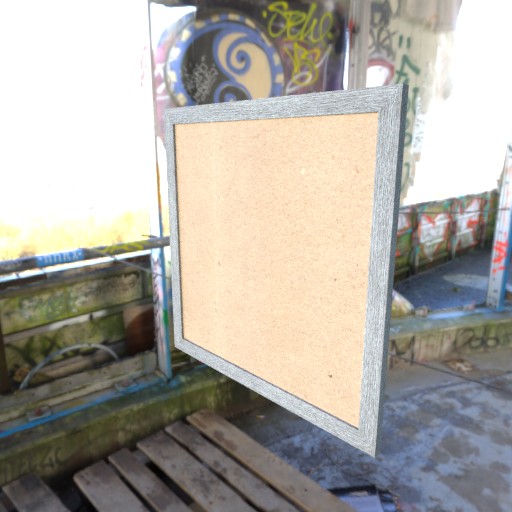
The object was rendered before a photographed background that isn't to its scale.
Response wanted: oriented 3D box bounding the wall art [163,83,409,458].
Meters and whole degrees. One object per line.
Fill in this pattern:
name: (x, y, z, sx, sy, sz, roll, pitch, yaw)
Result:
wall art: (0.000, 0.000, 1.025, 0.020, 0.685, 0.685, -13, 19, -43)
